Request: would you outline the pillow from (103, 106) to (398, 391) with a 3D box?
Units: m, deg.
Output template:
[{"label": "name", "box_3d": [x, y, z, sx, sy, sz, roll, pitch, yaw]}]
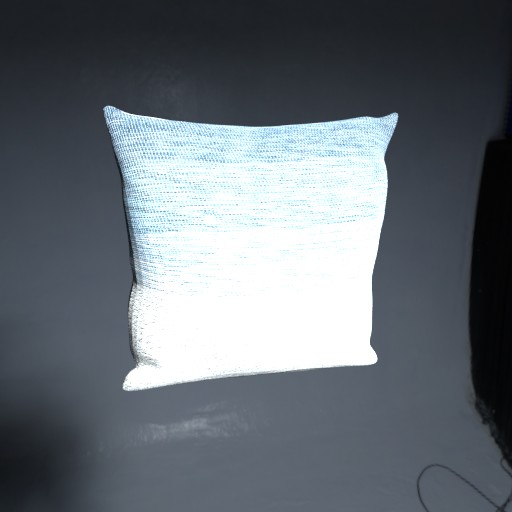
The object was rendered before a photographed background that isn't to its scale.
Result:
[{"label": "pillow", "box_3d": [0.000, 0.000, 0.691, 0.440, 0.441, 0.182, -3, 16, -10]}]
